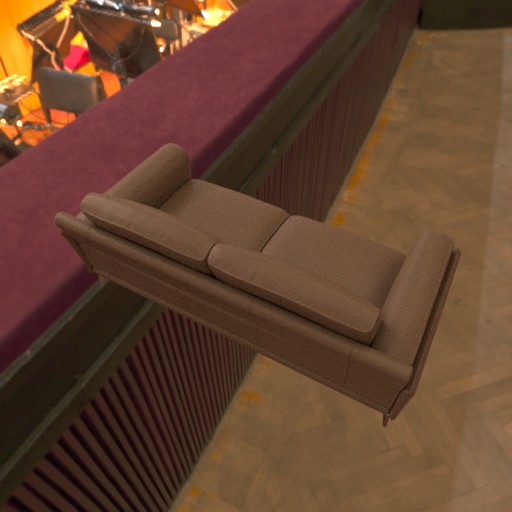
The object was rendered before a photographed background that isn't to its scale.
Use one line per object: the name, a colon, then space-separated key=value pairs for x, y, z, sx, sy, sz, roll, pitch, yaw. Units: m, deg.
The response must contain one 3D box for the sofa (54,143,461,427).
sofa: x=0.000 y=0.000 z=2.627 sx=2.101 sy=0.930 sz=1.049 roll=22 pitch=51 yaw=19
